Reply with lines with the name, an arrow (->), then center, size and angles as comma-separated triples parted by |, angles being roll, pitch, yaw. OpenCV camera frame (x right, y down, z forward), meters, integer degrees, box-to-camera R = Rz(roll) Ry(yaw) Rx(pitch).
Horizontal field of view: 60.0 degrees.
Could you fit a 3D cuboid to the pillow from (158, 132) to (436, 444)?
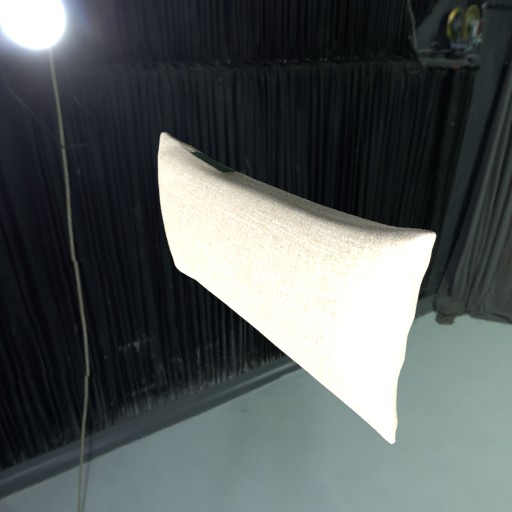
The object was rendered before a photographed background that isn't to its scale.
pillow -> 0.000, 0.000, 1.022 | 0.197, 0.429, 0.859 | -18, 32, -32
